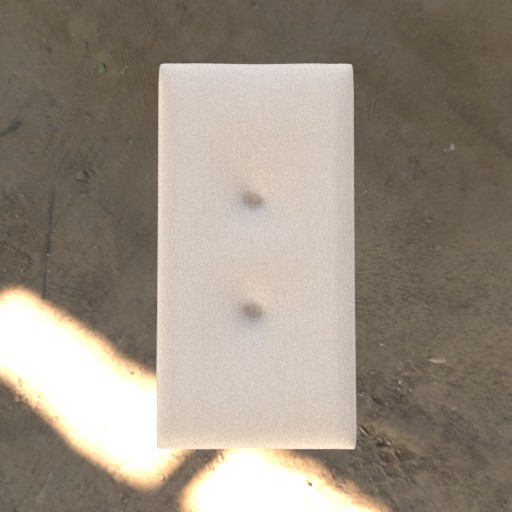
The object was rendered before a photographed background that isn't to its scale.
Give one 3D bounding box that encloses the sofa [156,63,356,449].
[{"bbox_3d":[0.000,0.000,1.207,0.480,0.470,0.930,0,88,0],"label":"sofa"}]
